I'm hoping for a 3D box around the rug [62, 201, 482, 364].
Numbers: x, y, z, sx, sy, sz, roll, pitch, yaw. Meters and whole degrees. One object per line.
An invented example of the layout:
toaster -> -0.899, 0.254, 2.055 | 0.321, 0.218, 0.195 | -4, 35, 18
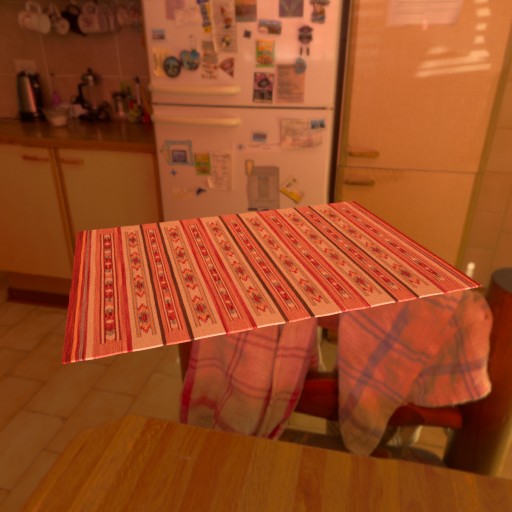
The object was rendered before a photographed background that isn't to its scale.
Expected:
rug -> 0.000, 0.000, 2.326 | 1.817, 0.008, 1.223 | -8, 28, -15
